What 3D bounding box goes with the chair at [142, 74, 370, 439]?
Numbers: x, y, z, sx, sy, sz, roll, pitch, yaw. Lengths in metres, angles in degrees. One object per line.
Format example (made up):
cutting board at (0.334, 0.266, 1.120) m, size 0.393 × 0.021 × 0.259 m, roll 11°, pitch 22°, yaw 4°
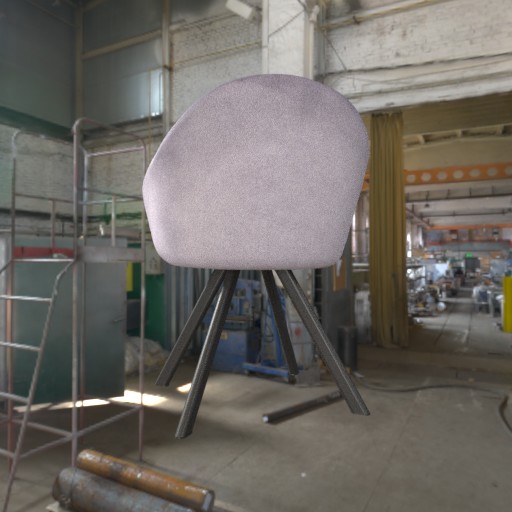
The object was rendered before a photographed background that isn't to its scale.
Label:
chair at (0.000, 0.000, 1.187) m, size 0.570 × 0.780 × 0.540 m, roll 0°, pitch -1°, yaw -18°
